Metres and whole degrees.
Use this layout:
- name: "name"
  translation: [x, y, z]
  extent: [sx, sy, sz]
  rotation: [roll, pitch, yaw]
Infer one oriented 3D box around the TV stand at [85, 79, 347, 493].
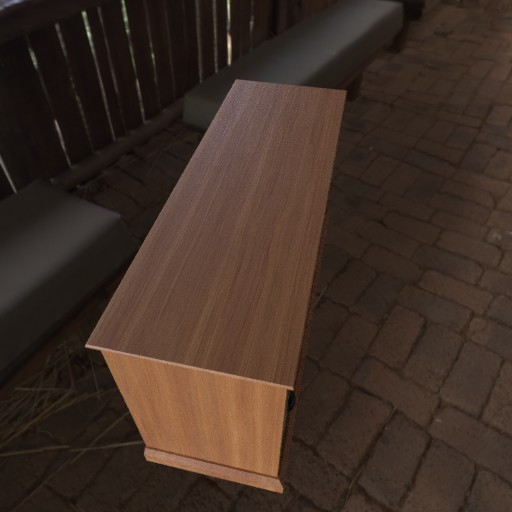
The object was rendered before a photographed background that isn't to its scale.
- name: "TV stand"
  translation: [0.000, 0.000, 1.441]
  extent: [0.417, 0.607, 1.181]
  rotation: [9, 47, 9]
